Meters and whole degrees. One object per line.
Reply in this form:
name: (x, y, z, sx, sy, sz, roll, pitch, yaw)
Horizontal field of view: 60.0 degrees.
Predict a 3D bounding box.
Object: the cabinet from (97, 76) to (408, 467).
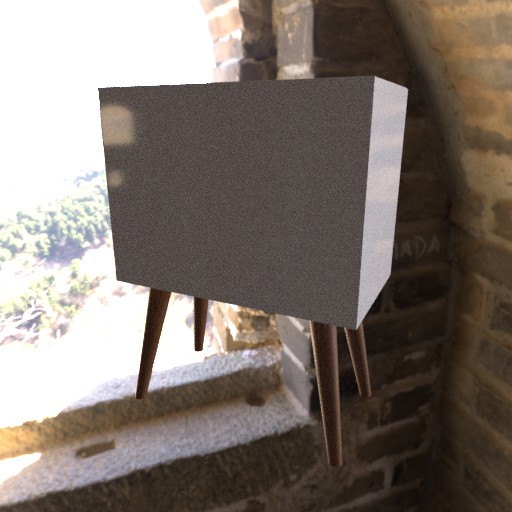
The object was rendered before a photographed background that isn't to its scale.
cabinet: (0.000, 0.000, 1.085, 0.591, 0.772, 0.344, 8, 19, 25)
